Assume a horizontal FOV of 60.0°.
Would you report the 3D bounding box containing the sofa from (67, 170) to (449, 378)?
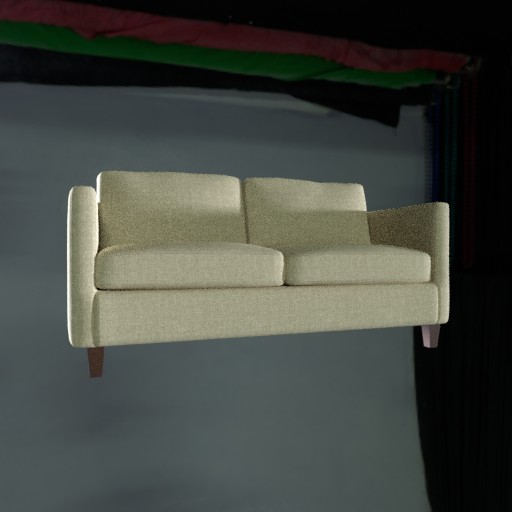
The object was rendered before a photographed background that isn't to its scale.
[{"bbox_3d":[0.000,0.000,2.455,1.884,0.963,0.950,0,1,-19],"label":"sofa"}]
